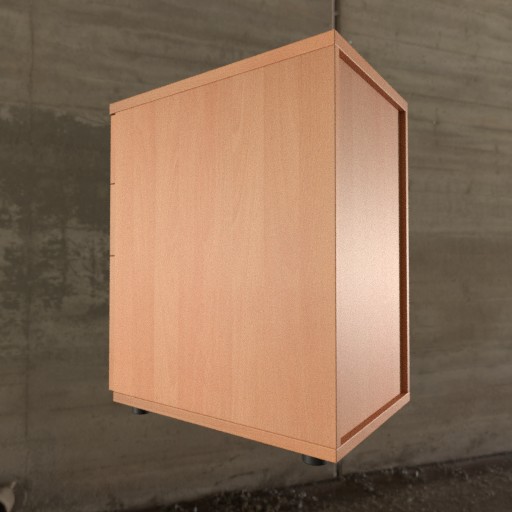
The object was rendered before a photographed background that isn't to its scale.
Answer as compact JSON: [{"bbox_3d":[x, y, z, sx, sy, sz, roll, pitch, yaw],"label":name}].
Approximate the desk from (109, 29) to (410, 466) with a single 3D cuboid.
[{"bbox_3d":[0.000,0.000,1.056,0.600,0.730,0.404,-1,-2,35],"label":"desk"}]
